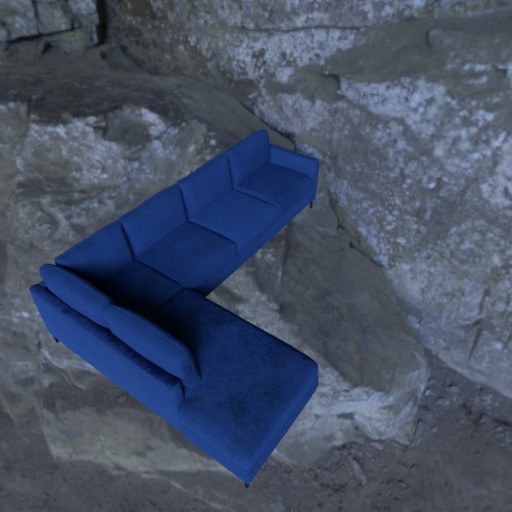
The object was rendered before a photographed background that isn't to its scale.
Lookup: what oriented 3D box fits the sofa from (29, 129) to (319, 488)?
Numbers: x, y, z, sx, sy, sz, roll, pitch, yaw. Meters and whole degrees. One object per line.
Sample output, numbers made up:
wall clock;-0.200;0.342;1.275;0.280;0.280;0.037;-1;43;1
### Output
sofa;0.000;0.000;3.779;2.007;0.815;2.949;25;47;26
